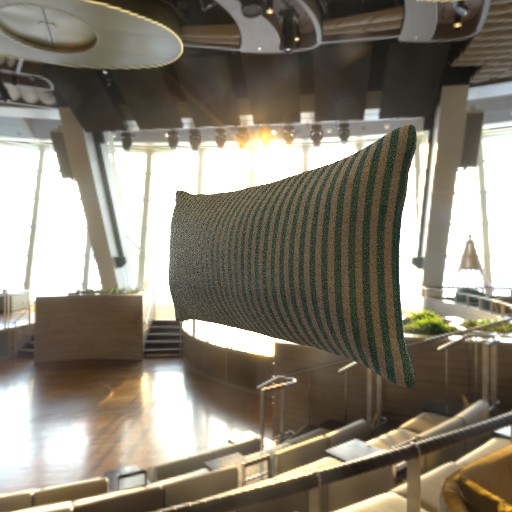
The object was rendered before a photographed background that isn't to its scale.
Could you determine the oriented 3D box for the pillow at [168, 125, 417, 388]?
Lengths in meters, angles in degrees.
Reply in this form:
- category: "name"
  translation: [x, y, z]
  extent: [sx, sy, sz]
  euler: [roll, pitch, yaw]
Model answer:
- category: "pillow"
  translation: [0.000, 0.000, 0.742]
  extent: [0.151, 0.295, 0.617]
  euler: [0, 0, -35]
